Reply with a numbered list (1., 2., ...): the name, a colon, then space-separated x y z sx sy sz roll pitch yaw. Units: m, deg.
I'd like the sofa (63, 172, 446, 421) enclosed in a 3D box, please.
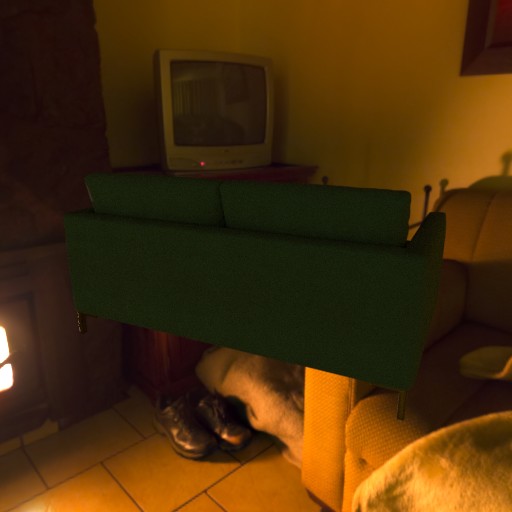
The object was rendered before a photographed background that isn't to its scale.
1. sofa: 0.000 0.000 2.193 1.676 0.817 0.875 8 18 25
